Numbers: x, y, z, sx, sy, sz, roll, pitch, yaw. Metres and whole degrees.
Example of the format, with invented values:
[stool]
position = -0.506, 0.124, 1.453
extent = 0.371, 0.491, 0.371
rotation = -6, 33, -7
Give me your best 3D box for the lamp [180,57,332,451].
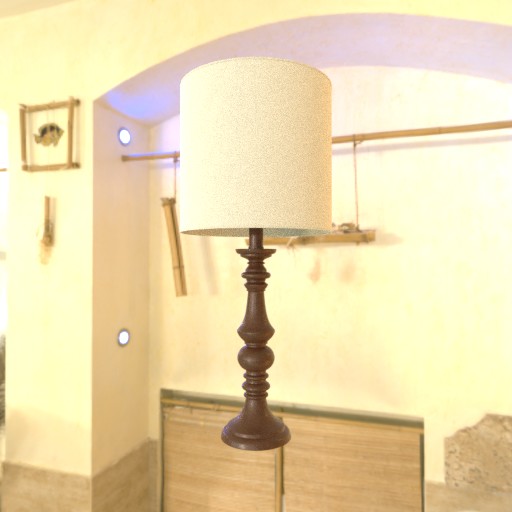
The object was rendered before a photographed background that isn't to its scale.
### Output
[lamp]
position = 0.000, 0.000, 0.739
extent = 0.250, 0.597, 0.250
rotation = 0, -1, 18
